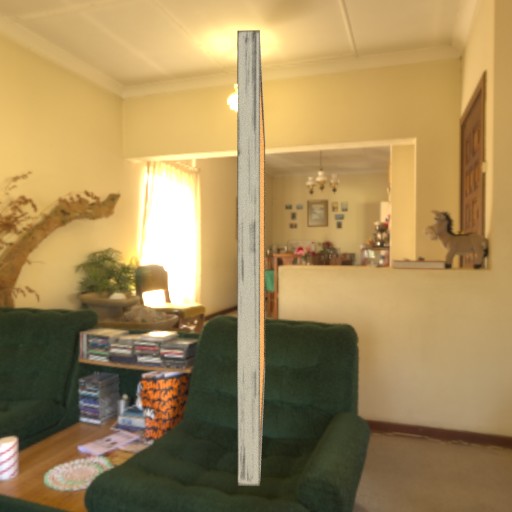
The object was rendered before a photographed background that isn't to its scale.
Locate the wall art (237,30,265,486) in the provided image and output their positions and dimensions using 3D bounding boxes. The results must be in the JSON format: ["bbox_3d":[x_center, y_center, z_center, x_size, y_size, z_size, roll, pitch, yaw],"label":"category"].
[{"bbox_3d":[0.000,0.000,1.120,0.037,0.761,0.761,0,1,2],"label":"wall art"}]
